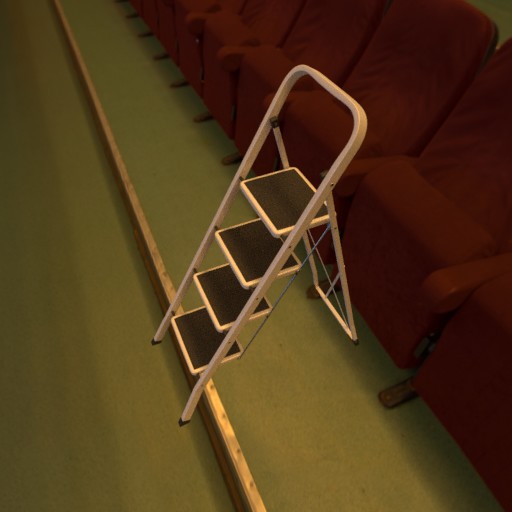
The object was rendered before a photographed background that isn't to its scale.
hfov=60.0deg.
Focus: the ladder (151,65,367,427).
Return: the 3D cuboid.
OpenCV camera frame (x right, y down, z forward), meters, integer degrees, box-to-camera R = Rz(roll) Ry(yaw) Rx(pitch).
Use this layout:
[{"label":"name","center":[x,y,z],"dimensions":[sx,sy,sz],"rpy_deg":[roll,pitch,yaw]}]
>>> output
[{"label":"ladder","center":[0.000,0.000,1.684],"dimensions":[0.914,1.265,0.460],"rpy_deg":[-18,49,-16]}]
